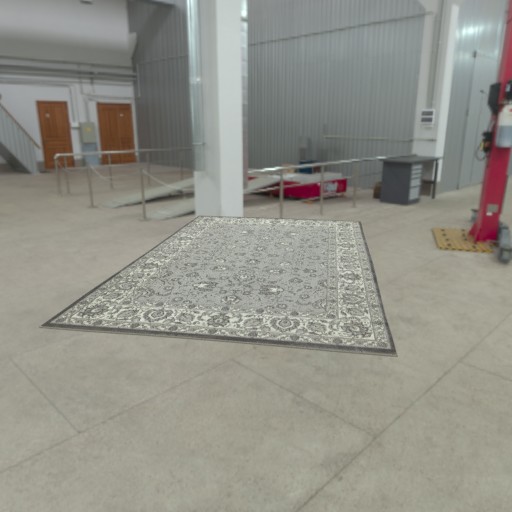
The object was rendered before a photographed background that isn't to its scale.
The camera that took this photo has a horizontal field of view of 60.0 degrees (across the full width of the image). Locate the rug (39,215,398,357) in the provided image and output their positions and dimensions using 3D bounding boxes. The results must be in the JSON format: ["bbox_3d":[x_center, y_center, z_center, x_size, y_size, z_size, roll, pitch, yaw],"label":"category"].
[{"bbox_3d":[0.000,0.000,2.965,1.524,0.011,2.438,3,17,9],"label":"rug"}]
